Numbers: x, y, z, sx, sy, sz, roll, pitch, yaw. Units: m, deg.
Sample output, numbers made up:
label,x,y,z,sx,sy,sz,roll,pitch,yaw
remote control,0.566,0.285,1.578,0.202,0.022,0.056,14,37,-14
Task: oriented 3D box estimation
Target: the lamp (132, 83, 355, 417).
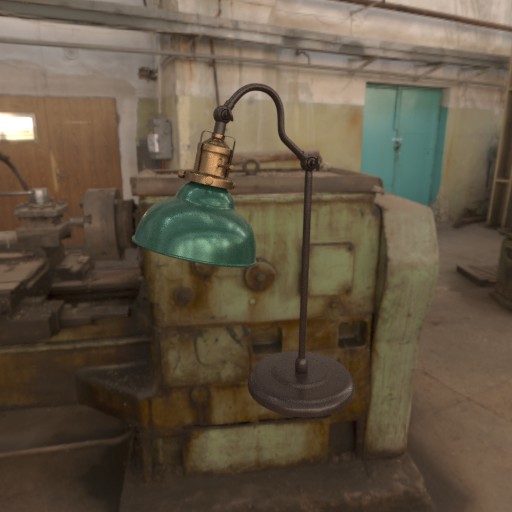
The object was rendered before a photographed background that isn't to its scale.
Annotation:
label,x,y,z,sx,sy,sz,roll,pitch,yaw
lamp,0.000,0.000,0.695,0.374,0.508,0.192,-8,17,-26
